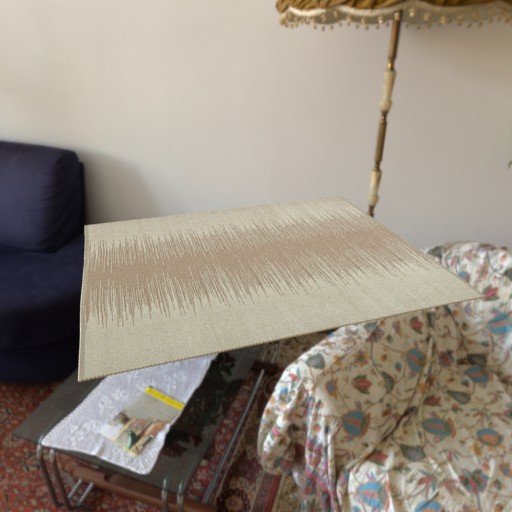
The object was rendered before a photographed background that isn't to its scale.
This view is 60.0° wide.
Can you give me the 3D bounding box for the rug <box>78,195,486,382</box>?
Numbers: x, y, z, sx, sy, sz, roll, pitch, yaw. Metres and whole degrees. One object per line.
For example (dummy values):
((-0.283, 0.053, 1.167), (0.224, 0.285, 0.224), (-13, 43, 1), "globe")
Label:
((0.000, 0.000, 4.103), (3.048, 0.013, 2.438), (-9, 29, -16), "rug")
